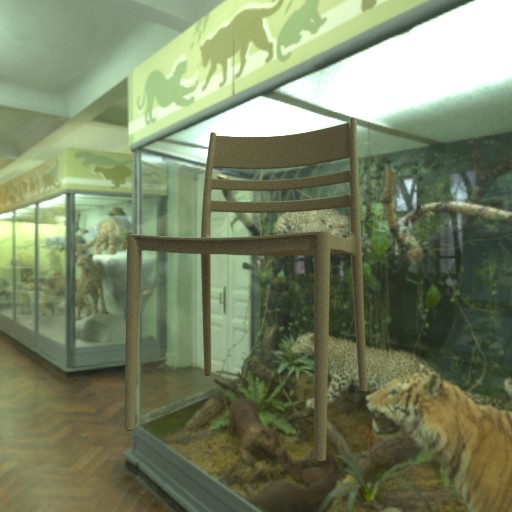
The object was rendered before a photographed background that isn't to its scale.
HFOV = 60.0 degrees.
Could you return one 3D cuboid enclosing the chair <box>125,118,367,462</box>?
[{"bbox_3d":[0.000,0.000,1.176,0.531,0.800,0.511,0,0,20],"label":"chair"}]
